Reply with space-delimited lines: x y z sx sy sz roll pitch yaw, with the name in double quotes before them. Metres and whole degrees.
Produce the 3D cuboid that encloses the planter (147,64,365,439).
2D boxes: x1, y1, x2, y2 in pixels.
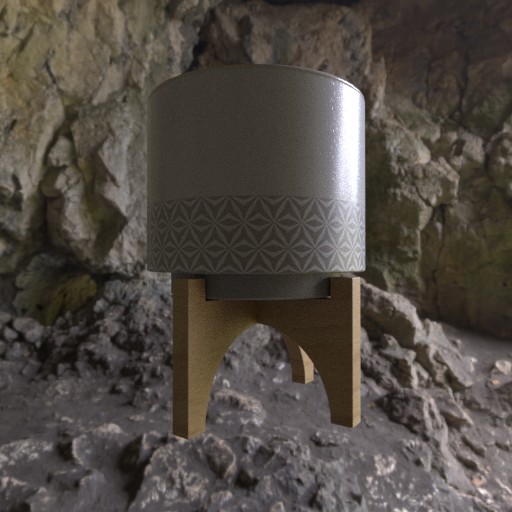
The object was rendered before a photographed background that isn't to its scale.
"planter" 0.000 0.000 0.394 0.188 0.260 0.188 0 -1 0
